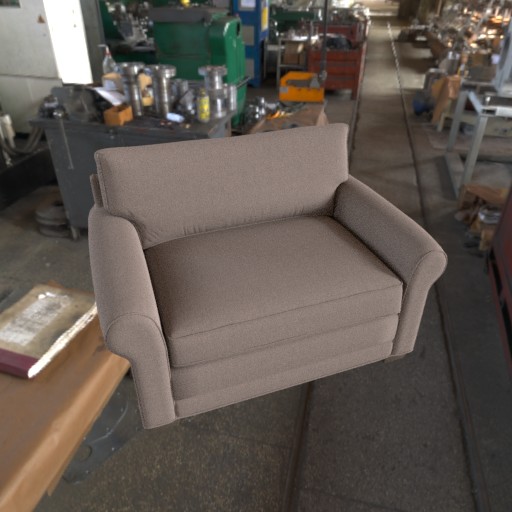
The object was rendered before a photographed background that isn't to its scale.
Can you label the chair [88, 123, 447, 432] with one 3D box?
[{"bbox_3d":[0.000,0.000,2.009,1.390,0.930,0.930,-11,34,-17],"label":"chair"}]
